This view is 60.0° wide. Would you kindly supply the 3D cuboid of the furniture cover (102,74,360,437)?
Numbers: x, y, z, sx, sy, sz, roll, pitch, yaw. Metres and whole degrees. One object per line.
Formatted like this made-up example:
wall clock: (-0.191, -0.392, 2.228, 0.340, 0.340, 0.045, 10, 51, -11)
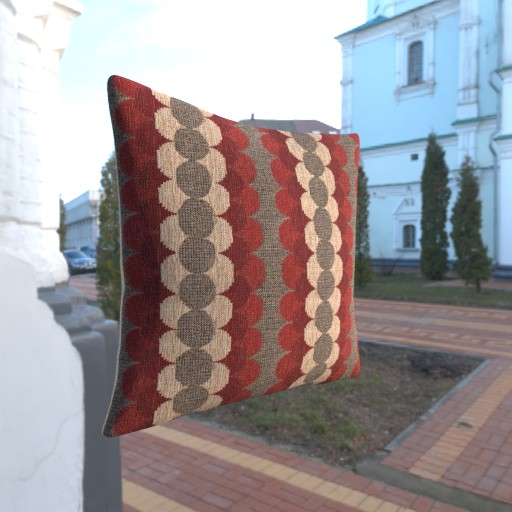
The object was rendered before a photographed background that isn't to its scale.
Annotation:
furniture cover: (0.000, 0.000, 0.632, 0.435, 0.420, 0.145, -1, 1, -36)
